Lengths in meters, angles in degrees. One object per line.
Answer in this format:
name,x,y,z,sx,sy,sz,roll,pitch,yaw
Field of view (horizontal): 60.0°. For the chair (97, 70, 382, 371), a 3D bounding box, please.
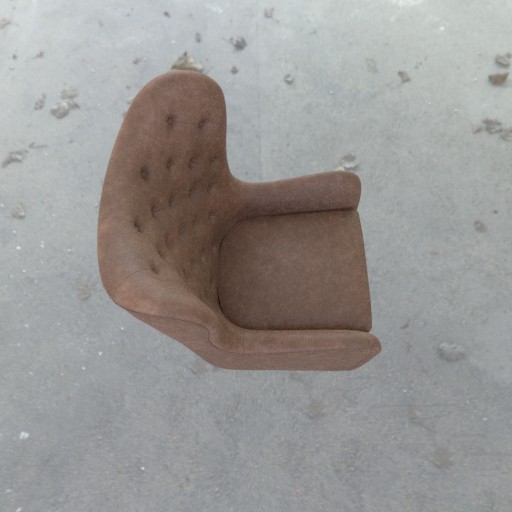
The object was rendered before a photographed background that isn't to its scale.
chair,0.000,0.000,1.722,0.930,1.079,0.831,0,65,0
